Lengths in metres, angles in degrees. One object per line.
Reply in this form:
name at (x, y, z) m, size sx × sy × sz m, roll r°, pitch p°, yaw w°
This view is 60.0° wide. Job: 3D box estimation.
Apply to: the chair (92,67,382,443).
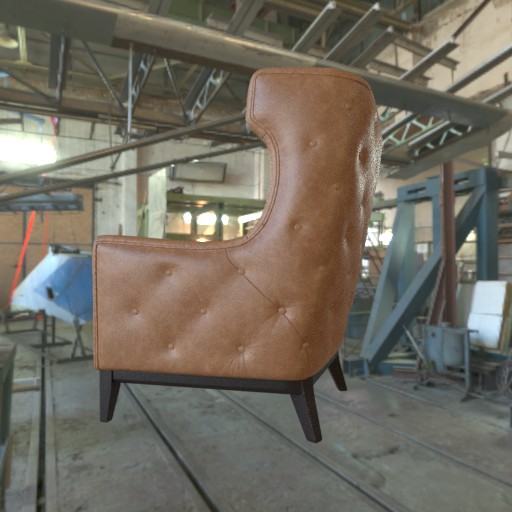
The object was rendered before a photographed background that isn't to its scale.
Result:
chair at (0.000, 0.000, 1.637) m, size 0.899 × 1.079 × 0.766 m, roll 0°, pitch -2°, yaw 19°
